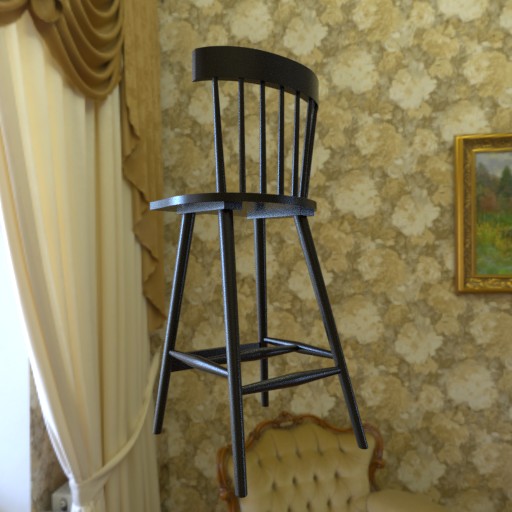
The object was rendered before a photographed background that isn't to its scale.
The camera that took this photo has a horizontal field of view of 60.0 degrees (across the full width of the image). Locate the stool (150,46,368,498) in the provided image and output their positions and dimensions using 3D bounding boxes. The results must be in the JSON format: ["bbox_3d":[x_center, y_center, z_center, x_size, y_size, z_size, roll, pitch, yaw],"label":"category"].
[{"bbox_3d":[0.000,0.000,1.322,0.482,1.092,0.483,0,-1,-37],"label":"stool"}]
